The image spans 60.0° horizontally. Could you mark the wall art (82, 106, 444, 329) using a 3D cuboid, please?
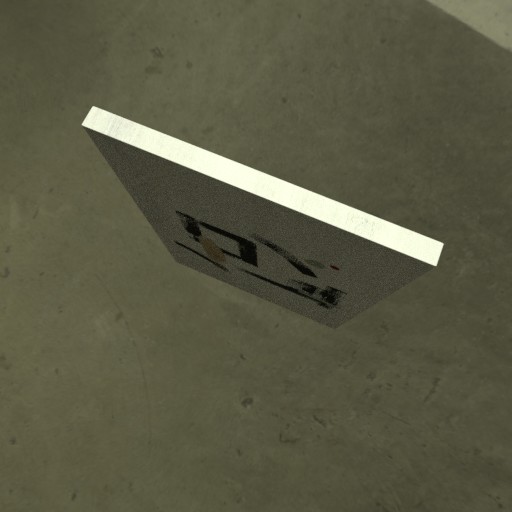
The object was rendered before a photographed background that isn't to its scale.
[{"bbox_3d":[0.000,0.000,1.161,0.624,0.914,0.043,23,76,6],"label":"wall art"}]
